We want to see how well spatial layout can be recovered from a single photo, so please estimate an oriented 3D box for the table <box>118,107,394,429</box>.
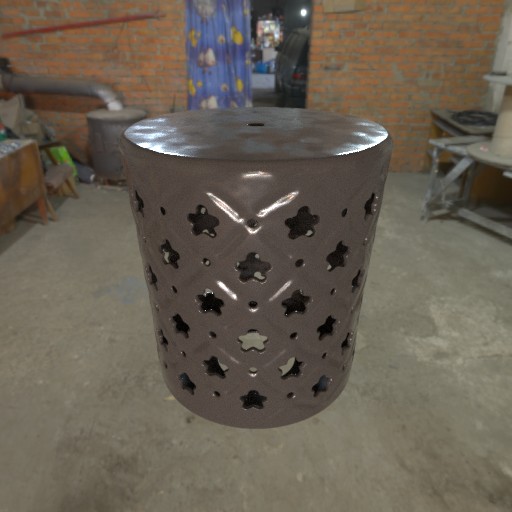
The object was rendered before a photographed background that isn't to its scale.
[{"bbox_3d":[0.000,0.000,0.668,0.352,0.387,0.352,0,27,0],"label":"table"}]
